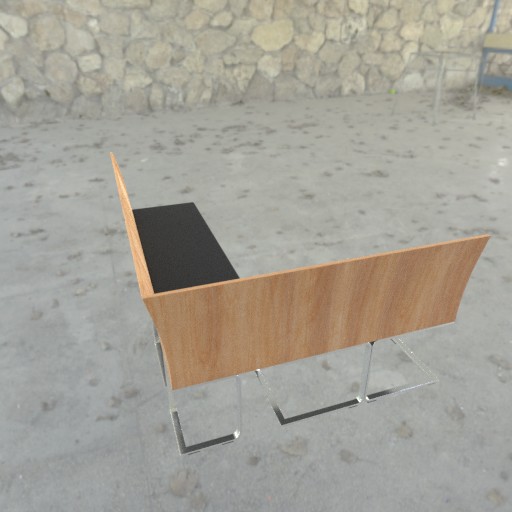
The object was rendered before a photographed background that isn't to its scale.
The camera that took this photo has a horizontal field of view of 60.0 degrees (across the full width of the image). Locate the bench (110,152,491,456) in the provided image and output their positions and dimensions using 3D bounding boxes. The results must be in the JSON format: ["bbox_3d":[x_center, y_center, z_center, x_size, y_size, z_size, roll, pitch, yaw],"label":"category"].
[{"bbox_3d":[0.000,0.000,2.745,1.495,0.930,1.945,-9,30,-17],"label":"bench"}]
